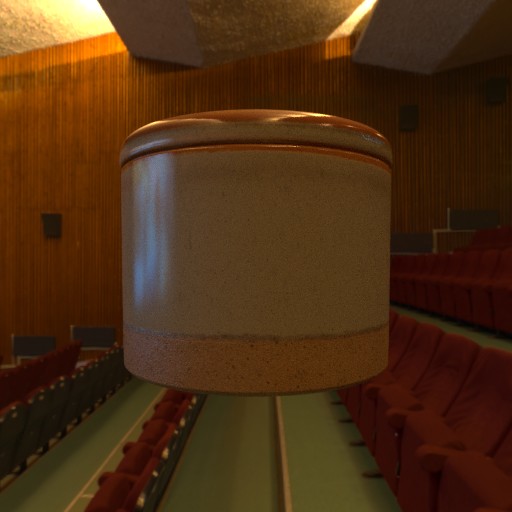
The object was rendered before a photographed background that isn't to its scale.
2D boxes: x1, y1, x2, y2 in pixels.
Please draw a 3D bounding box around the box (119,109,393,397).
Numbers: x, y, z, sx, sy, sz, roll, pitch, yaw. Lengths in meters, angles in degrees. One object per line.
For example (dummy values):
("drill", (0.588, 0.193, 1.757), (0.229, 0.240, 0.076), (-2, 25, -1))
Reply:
("box", (0.000, 0.000, 0.209), (0.123, 0.100, 0.123), (0, 0, 0))
